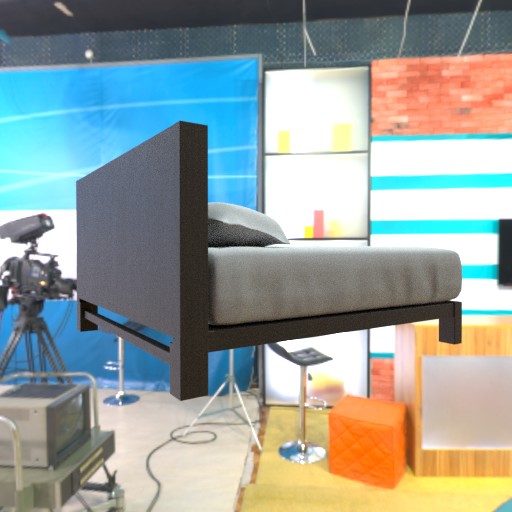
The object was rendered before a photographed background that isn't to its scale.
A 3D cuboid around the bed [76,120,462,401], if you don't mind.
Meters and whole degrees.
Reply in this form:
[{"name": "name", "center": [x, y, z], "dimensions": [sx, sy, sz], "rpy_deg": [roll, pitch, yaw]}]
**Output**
[{"name": "bed", "center": [0.000, 0.000, 3.494], "dimensions": [2.238, 1.261, 2.143], "rpy_deg": [-1, 1, -34]}]
